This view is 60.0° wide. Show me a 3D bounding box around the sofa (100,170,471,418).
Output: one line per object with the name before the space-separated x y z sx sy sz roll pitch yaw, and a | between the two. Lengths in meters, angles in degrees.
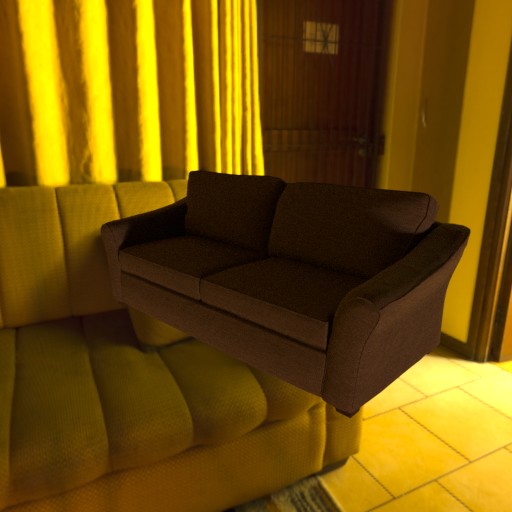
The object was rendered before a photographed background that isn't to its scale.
sofa | 0.000 0.000 2.821 2.270 0.950 0.971 15 22 41
